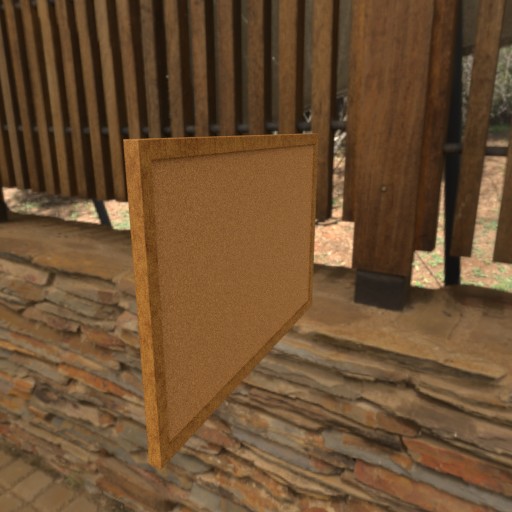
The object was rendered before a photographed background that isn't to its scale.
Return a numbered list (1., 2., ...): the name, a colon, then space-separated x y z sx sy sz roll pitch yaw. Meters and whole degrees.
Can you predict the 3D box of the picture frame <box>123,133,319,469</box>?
1. picture frame: 0.000 0.000 1.183 0.029 0.621 0.922 7 18 24
